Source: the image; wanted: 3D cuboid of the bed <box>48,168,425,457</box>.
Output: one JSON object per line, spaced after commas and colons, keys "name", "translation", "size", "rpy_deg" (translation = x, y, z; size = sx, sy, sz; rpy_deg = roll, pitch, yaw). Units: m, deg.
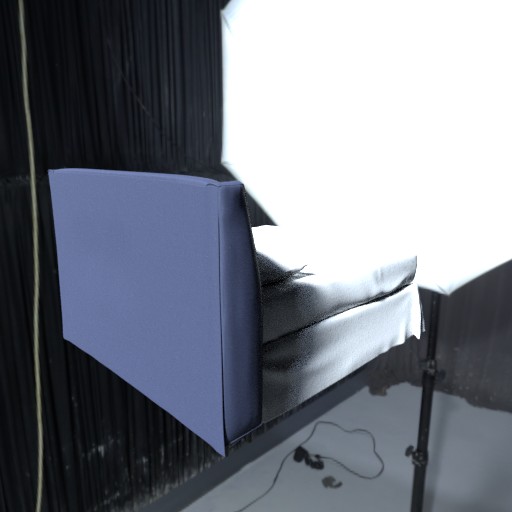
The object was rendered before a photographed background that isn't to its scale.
{"name": "bed", "translation": [0.000, 0.000, 3.360], "size": [2.276, 1.332, 1.925], "rpy_deg": [-13, 18, -43]}
